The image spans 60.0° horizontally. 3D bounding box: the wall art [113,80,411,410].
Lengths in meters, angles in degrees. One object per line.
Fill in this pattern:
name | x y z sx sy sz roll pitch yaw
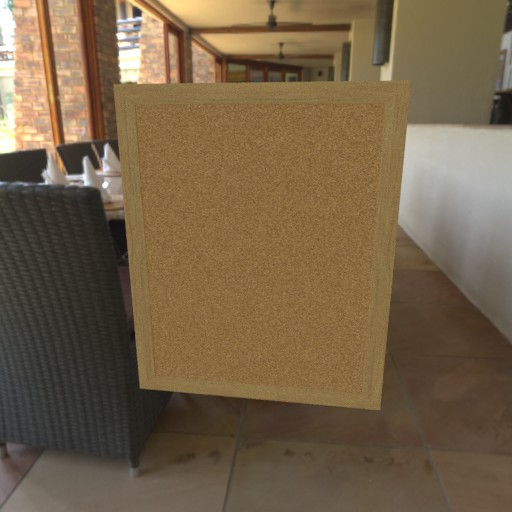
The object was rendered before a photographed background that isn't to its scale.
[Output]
wall art | 0.000 0.000 0.769 0.460 0.561 0.020 3 17 8
